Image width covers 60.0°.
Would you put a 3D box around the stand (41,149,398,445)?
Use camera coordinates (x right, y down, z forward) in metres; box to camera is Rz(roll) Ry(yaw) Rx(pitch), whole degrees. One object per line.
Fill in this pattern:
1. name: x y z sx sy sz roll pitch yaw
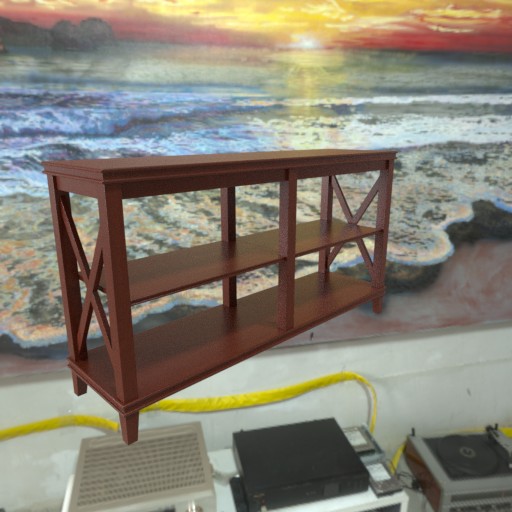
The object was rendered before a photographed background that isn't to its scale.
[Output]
1. stand: 0.000 0.000 1.715 1.372 0.762 0.381 -15 22 -42
